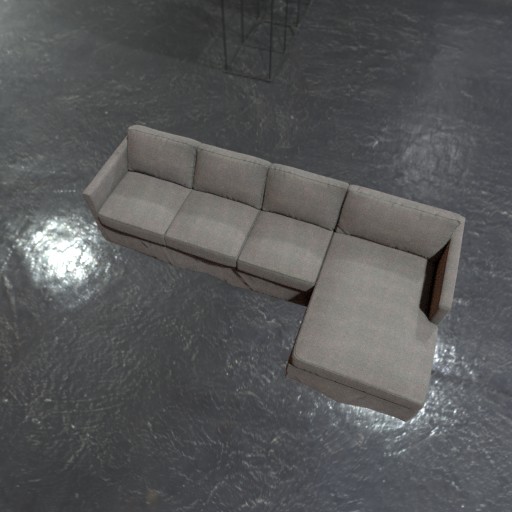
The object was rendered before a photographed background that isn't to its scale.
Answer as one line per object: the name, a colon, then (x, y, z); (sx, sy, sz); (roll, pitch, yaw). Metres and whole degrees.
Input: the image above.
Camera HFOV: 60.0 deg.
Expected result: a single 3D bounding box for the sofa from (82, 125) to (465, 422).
sofa: (0.000, 0.000, 3.835); (3.205, 0.922, 1.650); (18, 58, 11)
